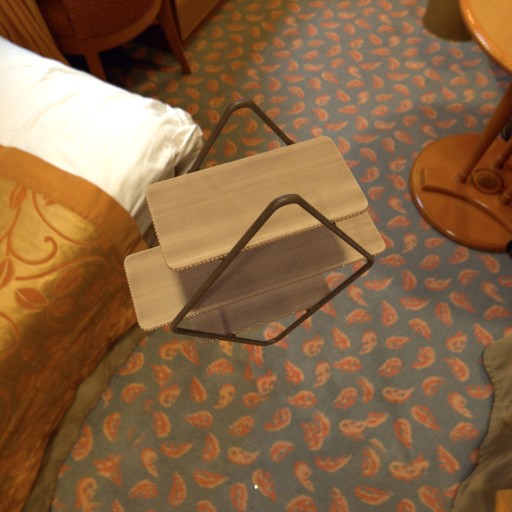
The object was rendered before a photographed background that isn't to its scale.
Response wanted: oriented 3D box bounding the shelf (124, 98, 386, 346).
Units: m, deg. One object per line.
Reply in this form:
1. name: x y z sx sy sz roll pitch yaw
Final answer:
1. shelf: 0.000 0.000 1.069 0.609 0.774 0.234 -18 64 -9
